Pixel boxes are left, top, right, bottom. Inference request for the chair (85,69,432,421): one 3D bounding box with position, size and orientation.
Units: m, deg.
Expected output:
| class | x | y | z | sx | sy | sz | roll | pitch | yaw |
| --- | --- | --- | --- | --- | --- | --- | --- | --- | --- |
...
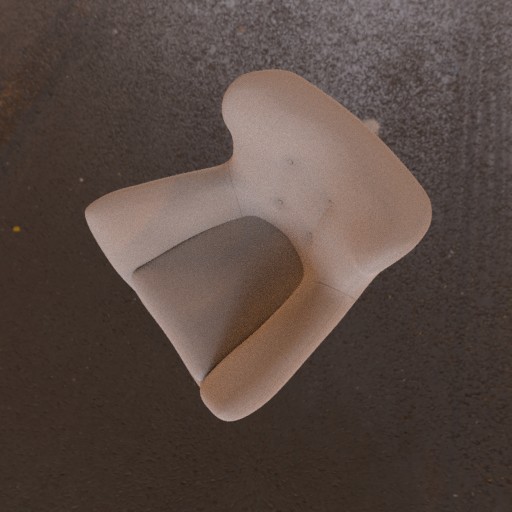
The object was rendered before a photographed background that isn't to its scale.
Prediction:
| class | x | y | z | sx | sy | sz | roll | pitch | yaw |
| --- | --- | --- | --- | --- | --- | --- | --- | --- | --- |
| chair | 0.000 | 0.000 | 1.641 | 0.889 | 0.889 | 0.890 | -34 | 69 | -15 |
